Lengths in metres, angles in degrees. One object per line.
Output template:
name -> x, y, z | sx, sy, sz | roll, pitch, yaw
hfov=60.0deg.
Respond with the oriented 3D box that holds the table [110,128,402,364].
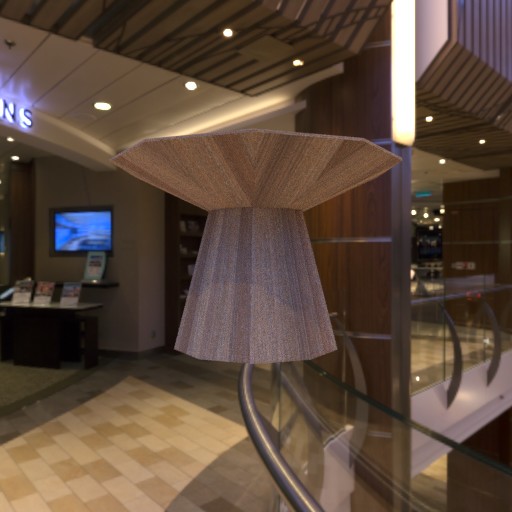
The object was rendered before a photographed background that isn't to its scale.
table -> 0.000, 0.000, 1.894 | 1.186, 0.752, 1.186 | 0, 0, 0
